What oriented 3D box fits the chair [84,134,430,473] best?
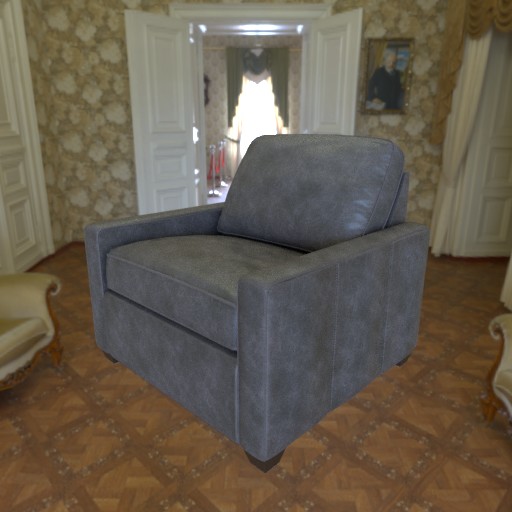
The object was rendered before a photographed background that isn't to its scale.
[{"bbox_3d":[0.000,0.000,1.742,1.006,0.916,0.939,16,23,42],"label":"chair"}]
